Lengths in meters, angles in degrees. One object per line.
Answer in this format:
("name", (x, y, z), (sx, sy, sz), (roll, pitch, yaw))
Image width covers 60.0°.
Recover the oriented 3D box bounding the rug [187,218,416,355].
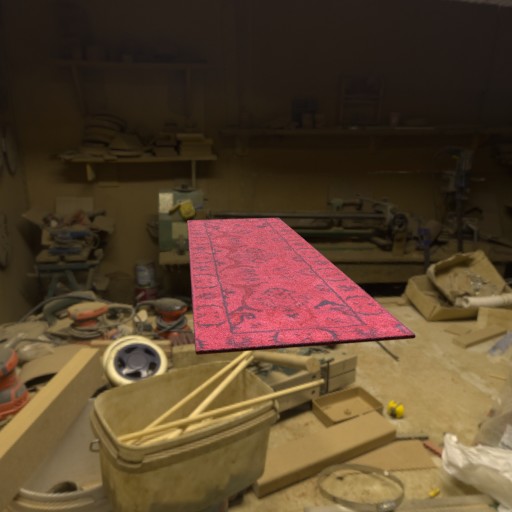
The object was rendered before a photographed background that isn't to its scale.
("rug", (0.000, 0.000, 2.740), (0.813, 0.018, 2.439), (-2, 15, -9))
